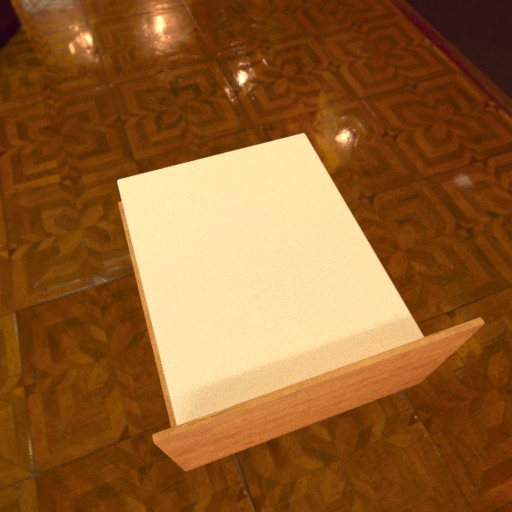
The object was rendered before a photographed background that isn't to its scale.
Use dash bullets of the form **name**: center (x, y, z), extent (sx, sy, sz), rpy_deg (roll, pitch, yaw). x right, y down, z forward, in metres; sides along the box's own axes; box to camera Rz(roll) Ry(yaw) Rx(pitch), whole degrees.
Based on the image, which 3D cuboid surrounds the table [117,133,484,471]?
- **table**: center (0.000, 0.000, 3.074), extent (1.707, 1.041, 2.149), rpy_deg (-17, 59, -10)
